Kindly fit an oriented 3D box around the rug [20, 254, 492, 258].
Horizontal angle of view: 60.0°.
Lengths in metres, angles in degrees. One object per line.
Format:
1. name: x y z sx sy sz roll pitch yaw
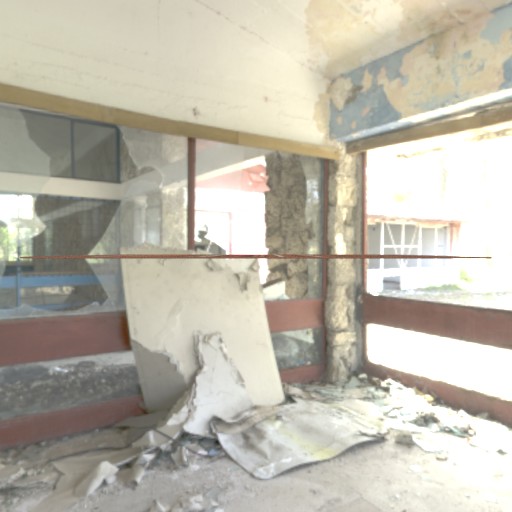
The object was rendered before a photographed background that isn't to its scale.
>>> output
1. rug: 0.000 0.000 2.311 1.828 0.007 1.217 0 1 1
